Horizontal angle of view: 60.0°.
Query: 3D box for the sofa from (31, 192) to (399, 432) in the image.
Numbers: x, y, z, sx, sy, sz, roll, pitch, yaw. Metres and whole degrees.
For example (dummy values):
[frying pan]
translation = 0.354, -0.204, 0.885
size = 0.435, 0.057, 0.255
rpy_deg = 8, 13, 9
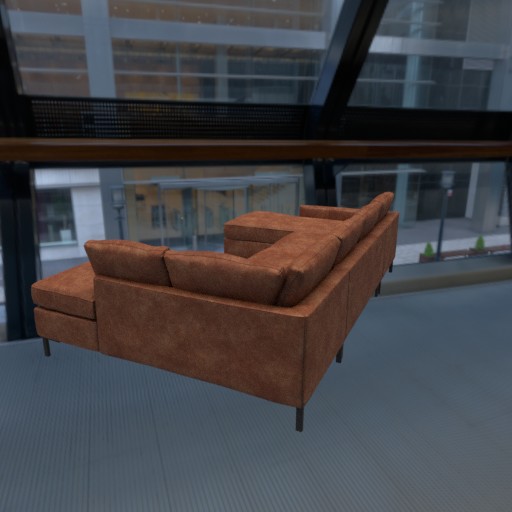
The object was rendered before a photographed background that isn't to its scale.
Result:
[sofa]
translation = 0.000, 0.000, 3.817
size = 1.939, 0.900, 2.956
rpy_deg = 8, 18, 24
